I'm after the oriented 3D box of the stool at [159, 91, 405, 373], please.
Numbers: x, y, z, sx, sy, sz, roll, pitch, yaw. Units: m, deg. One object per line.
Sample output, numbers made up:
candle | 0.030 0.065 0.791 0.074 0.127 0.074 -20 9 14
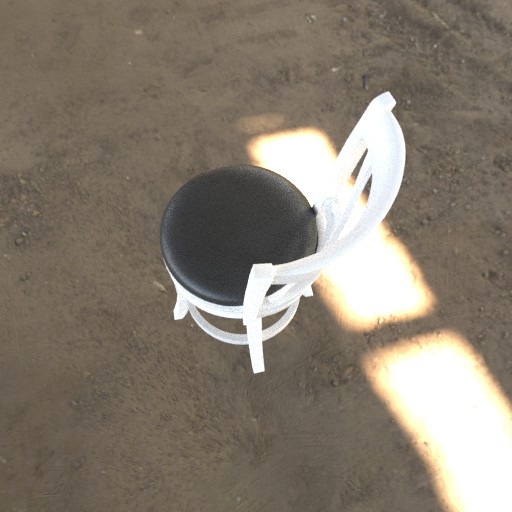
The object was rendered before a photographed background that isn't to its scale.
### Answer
stool | 0.000 0.000 1.191 0.508 0.953 0.444 31 68 14
